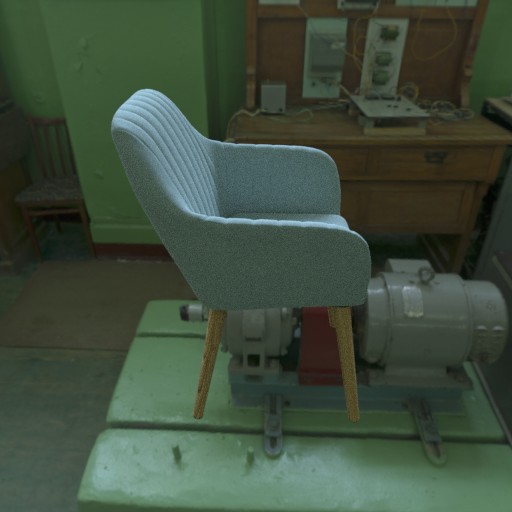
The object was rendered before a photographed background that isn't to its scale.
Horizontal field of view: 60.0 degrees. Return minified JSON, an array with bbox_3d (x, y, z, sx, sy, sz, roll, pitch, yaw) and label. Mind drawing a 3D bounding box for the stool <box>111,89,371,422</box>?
[{"bbox_3d":[0.000,0.000,1.213,0.590,0.830,0.503,0,32,0],"label":"stool"}]
